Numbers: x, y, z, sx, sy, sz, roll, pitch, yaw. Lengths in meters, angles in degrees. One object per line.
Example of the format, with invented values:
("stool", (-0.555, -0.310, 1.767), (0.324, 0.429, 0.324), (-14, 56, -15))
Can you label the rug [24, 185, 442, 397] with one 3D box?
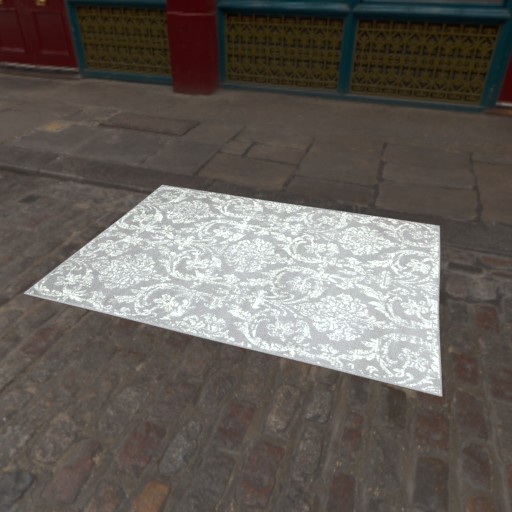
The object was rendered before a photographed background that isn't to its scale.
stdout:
("rug", (0.000, 0.000, 2.803), (2.206, 0.014, 1.578), (10, 34, 16))
